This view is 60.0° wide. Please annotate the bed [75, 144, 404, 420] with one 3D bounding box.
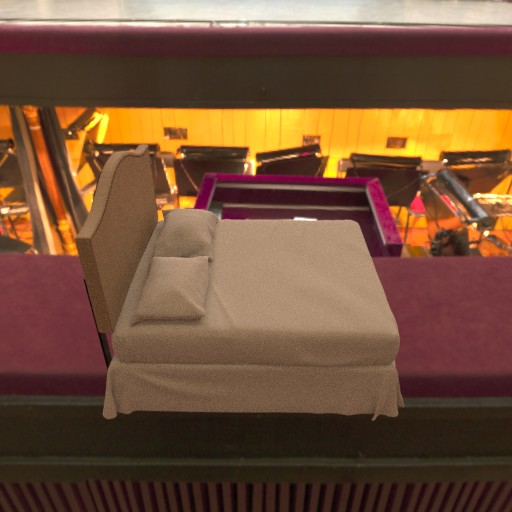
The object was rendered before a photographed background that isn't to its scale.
[{"bbox_3d":[0.000,0.000,3.540,2.221,1.645,1.876,0,33,1],"label":"bed"}]
